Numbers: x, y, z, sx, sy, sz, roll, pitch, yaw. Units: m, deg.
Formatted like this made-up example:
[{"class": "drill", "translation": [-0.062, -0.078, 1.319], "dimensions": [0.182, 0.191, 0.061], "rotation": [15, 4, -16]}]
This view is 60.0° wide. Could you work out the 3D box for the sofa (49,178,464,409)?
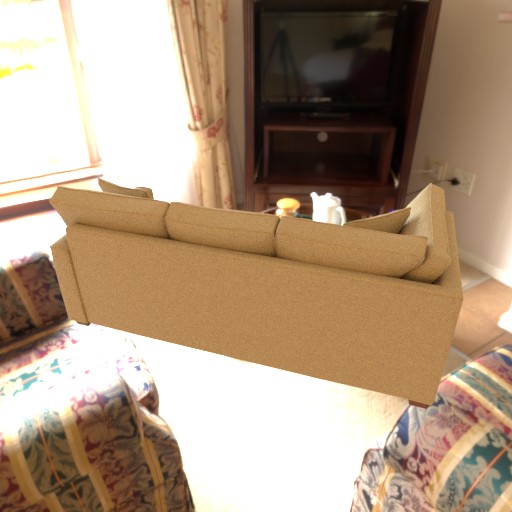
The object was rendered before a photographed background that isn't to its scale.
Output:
[{"class": "sofa", "translation": [0.000, 0.000, 2.858], "dimensions": [2.317, 0.962, 1.061], "rotation": [10, 32, 16]}]
